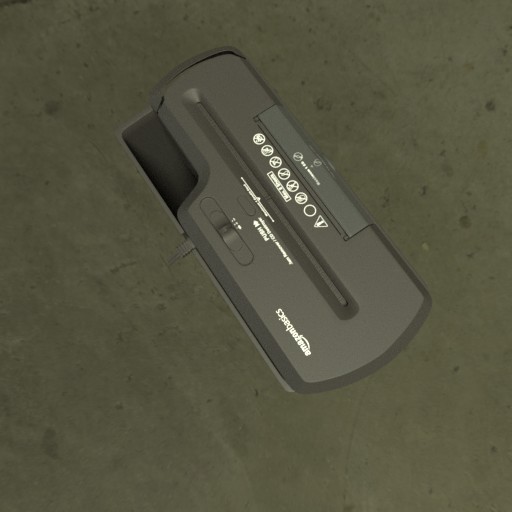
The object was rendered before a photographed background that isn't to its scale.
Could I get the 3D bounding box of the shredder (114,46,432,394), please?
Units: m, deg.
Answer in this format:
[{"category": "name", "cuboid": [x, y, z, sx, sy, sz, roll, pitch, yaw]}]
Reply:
[{"category": "shredder", "cuboid": [0.000, 0.000, 0.520, 0.170, 0.335, 0.320, -33, 78, -8]}]
